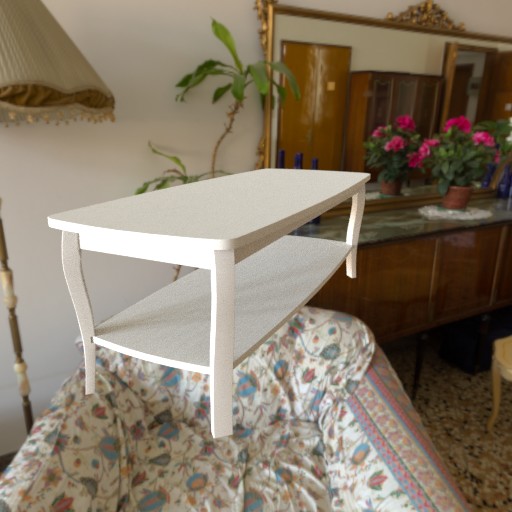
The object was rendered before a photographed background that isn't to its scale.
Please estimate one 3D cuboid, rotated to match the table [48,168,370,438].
[{"bbox_3d":[0.000,0.000,1.563,0.561,0.474,1.334,8,18,24],"label":"table"}]
